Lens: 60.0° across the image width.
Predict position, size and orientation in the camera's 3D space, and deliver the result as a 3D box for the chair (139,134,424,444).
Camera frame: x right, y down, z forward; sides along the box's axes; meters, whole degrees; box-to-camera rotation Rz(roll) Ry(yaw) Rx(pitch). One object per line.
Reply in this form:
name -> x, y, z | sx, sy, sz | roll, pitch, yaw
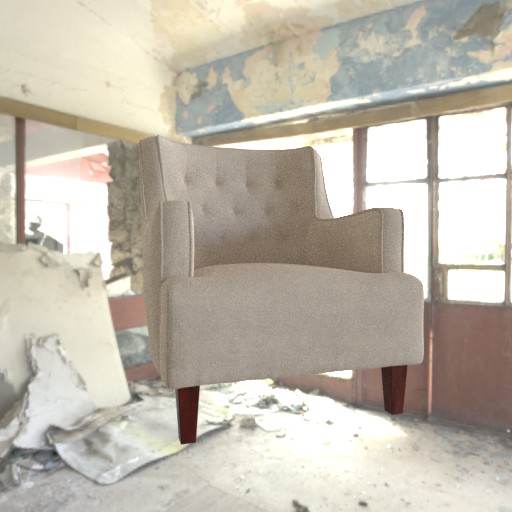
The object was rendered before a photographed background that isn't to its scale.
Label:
chair -> 0.000, 0.000, 1.571 | 0.781, 0.920, 0.910 | 0, 1, -18
